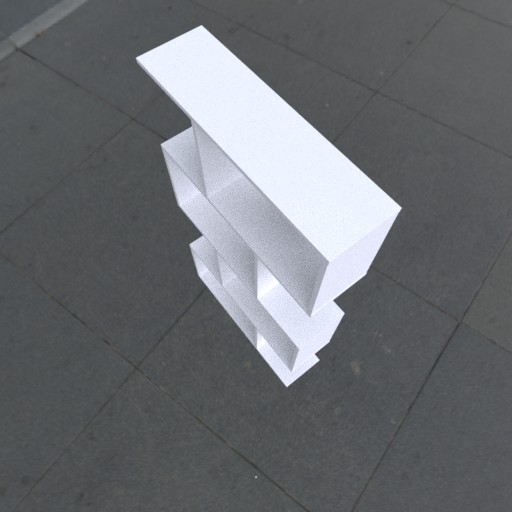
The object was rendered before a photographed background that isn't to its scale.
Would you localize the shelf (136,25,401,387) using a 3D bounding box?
[{"bbox_3d":[0.000,0.000,1.988,0.250,1.650,0.890,-35,69,-16],"label":"shelf"}]
